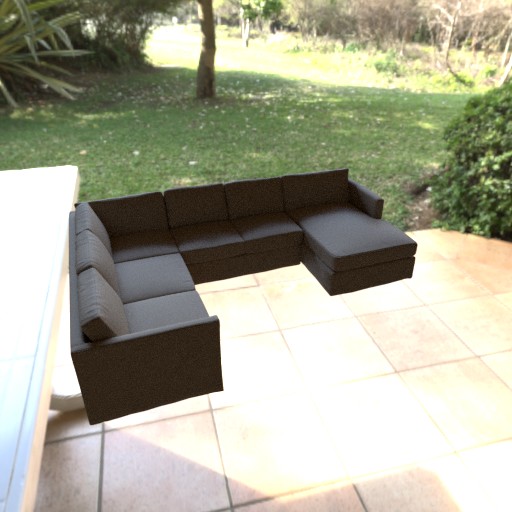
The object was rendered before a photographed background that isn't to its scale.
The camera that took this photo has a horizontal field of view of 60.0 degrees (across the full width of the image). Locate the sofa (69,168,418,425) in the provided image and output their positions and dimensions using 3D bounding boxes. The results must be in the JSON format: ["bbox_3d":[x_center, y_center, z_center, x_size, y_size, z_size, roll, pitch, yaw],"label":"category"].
[{"bbox_3d":[0.000,0.000,4.477,3.460,0.882,2.427,-10,31,-18],"label":"sofa"}]
